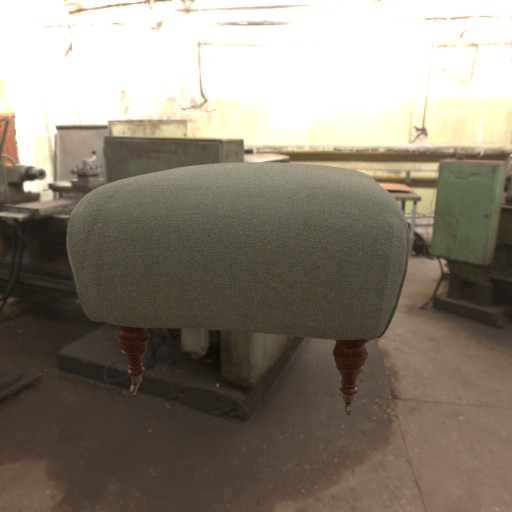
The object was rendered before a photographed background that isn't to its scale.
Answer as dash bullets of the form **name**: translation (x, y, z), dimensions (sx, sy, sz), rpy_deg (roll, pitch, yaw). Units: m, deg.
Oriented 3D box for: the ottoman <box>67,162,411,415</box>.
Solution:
- **ottoman**: translation (0.000, 0.000, 1.107), dimensions (0.622, 0.450, 0.747), rpy_deg (2, 15, 9)
